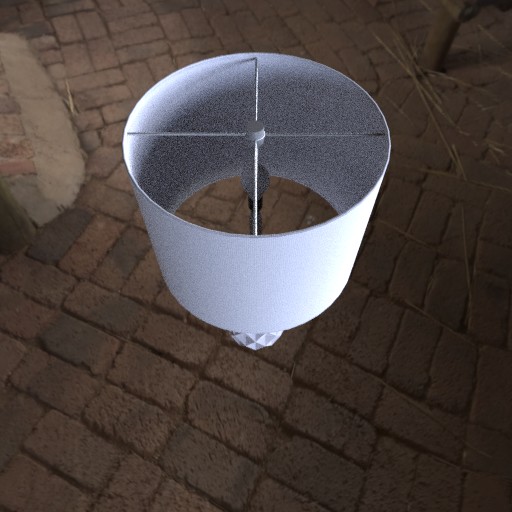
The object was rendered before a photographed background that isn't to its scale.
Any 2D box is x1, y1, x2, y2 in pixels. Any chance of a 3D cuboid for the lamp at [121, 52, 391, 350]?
[{"bbox_3d":[0.000,0.000,0.709,0.297,0.522,0.297,0,57,0],"label":"lamp"}]
